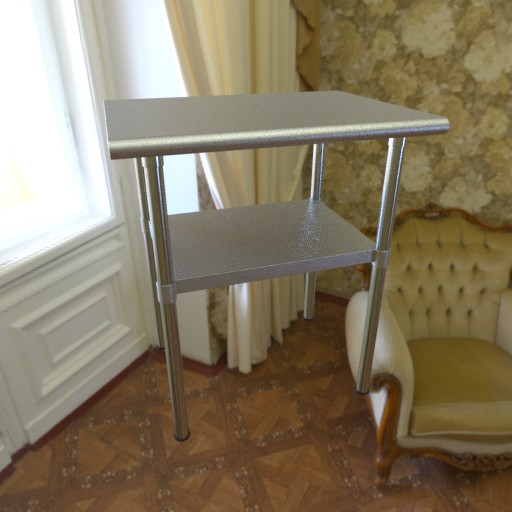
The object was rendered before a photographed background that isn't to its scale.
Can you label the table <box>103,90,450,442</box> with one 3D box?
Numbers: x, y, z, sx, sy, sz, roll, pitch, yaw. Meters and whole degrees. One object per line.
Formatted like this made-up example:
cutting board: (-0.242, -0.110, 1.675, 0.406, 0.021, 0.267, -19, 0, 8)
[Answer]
table: (0.000, 0.000, 1.367, 0.762, 0.876, 0.584, -8, 28, -16)
